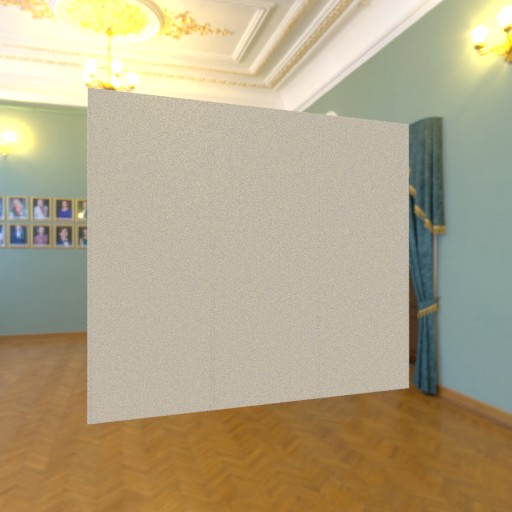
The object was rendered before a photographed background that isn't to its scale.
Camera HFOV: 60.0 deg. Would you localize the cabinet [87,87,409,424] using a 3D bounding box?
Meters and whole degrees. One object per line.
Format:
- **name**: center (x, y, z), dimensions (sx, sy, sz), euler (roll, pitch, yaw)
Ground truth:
- **cabinet**: center (0.000, 0.000, 3.828), dimensions (2.700, 2.370, 0.590), euler (0, 0, -19)
